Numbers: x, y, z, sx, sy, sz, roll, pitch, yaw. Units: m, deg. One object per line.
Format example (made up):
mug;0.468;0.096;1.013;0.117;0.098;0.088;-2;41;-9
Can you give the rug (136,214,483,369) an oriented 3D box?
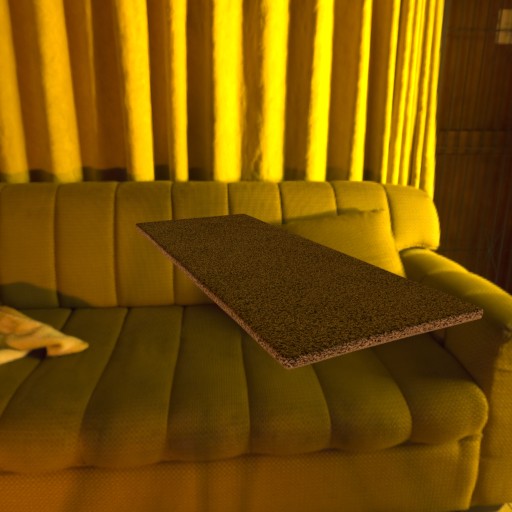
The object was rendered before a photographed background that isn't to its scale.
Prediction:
rug;0.000;0.000;1.704;0.609;0.030;1.524;-8;18;-25
